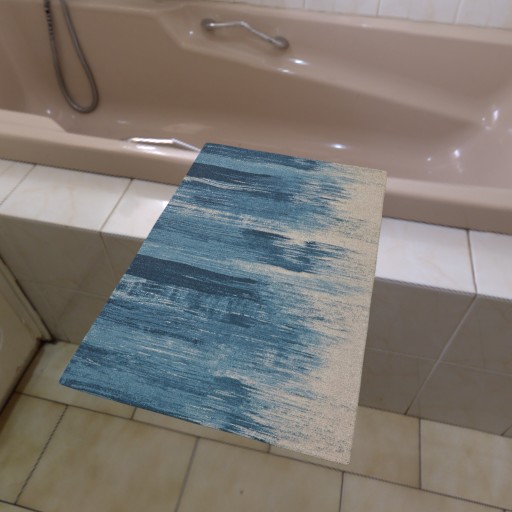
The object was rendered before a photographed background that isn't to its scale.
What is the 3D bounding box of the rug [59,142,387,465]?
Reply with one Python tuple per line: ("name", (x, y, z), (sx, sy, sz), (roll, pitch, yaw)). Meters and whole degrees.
("rug", (0.000, 0.000, 2.334), (1.232, 0.009, 1.836), (12, 49, 10))
